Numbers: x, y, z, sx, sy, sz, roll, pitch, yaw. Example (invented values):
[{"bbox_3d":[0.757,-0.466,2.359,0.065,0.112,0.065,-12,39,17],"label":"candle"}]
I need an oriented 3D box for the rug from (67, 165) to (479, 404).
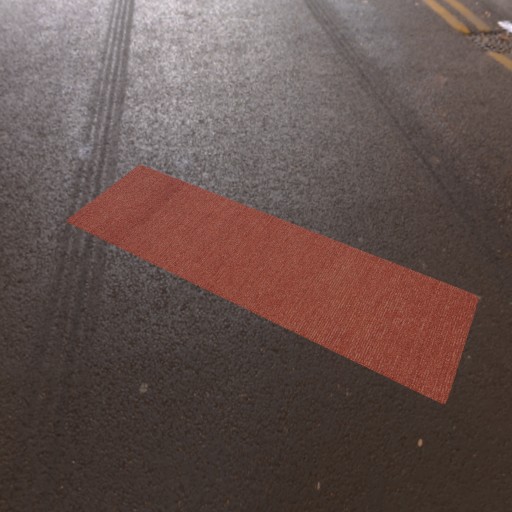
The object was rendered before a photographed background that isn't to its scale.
[{"bbox_3d":[0.000,0.000,2.516,2.307,0.012,0.687,23,51,20],"label":"rug"}]
